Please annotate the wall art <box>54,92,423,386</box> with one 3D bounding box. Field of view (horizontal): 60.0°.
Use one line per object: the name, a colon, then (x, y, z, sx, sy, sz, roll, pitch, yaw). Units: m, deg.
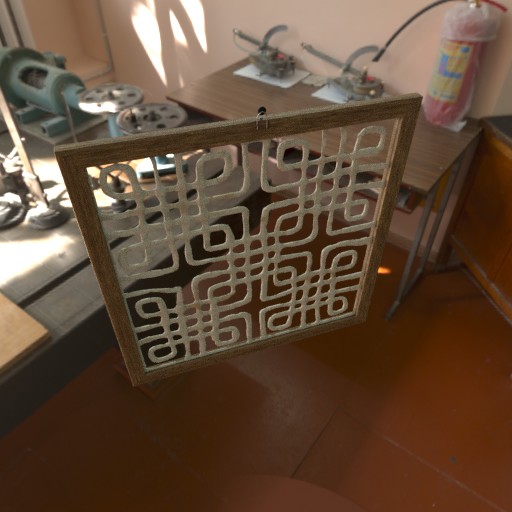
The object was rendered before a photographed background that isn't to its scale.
wall art: (0.000, 0.000, 0.829, 0.561, 0.582, 0.021, -13, 44, -14)
